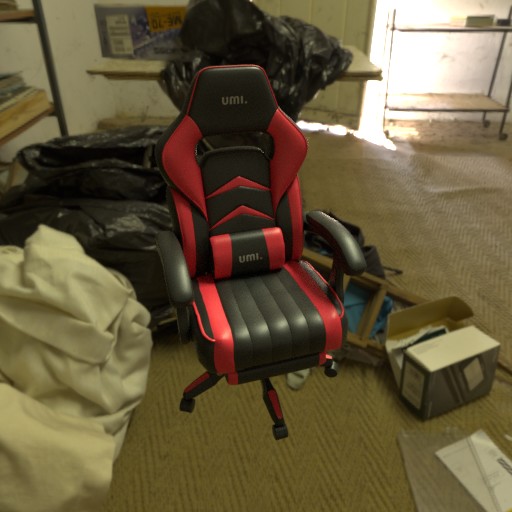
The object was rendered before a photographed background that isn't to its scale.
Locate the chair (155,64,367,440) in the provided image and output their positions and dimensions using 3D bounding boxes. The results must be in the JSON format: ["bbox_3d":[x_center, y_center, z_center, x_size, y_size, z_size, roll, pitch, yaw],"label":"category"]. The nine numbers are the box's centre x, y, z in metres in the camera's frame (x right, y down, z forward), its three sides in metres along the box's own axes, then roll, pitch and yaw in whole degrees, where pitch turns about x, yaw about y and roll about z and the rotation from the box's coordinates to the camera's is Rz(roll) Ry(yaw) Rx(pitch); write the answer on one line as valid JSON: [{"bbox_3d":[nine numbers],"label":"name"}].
[{"bbox_3d":[0.000,0.000,1.624,0.700,1.220,0.700,-9,33,-15],"label":"chair"}]
